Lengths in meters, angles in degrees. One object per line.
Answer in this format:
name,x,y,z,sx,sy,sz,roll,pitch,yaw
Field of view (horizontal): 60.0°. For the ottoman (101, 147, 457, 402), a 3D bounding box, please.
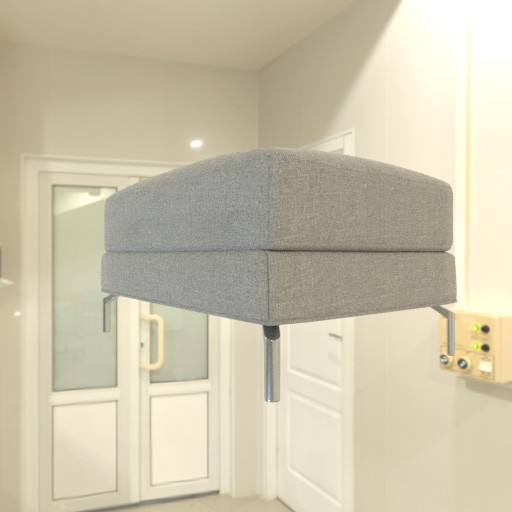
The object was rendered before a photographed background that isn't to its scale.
ottoman,0.000,0.000,1.182,0.584,0.457,0.838,0,0,-37
